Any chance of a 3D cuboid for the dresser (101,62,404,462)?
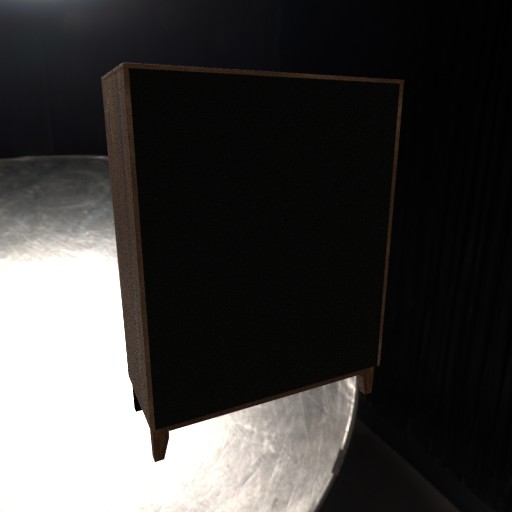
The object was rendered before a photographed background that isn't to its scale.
[{"bbox_3d":[0.000,0.000,1.866,1.062,1.393,0.442,-8,18,-25],"label":"dresser"}]
